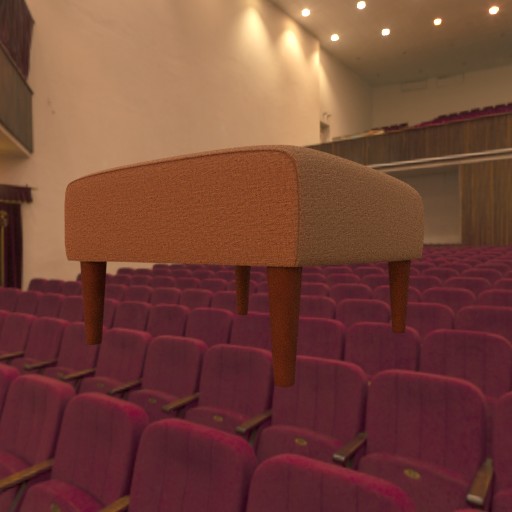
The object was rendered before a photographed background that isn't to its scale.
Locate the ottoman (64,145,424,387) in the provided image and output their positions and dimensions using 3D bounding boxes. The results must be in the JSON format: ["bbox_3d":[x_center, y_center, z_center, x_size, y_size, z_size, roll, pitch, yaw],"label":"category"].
[{"bbox_3d":[0.000,0.000,1.082,0.649,0.398,0.650,1,1,36],"label":"ottoman"}]
